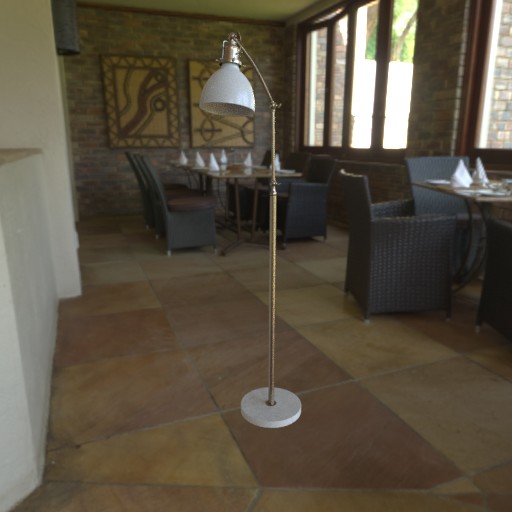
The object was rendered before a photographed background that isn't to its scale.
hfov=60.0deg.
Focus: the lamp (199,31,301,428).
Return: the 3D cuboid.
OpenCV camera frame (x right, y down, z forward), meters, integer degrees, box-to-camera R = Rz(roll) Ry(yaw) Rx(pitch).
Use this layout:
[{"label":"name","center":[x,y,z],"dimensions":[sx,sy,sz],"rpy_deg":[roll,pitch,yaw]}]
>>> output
[{"label":"lamp","center":[0.000,0.000,1.788],"dimensions":[0.288,1.586,0.599],"rpy_deg":[7,16,26]}]
